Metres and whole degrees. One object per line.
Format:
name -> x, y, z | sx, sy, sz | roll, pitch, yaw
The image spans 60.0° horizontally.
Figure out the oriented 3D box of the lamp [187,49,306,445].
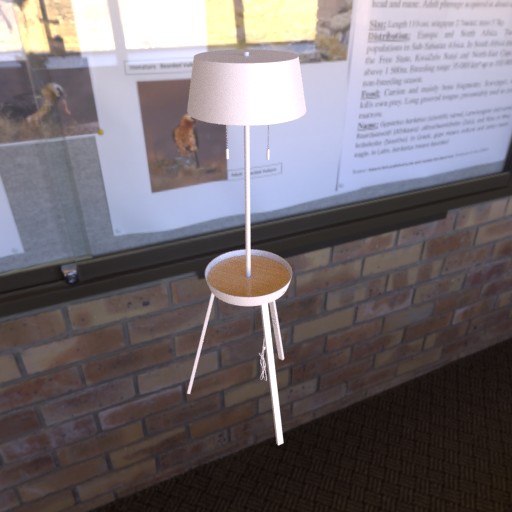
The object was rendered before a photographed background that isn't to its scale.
lamp -> 0.000, 0.000, 1.685 | 0.508, 1.429, 0.468 | 19, 36, 28
